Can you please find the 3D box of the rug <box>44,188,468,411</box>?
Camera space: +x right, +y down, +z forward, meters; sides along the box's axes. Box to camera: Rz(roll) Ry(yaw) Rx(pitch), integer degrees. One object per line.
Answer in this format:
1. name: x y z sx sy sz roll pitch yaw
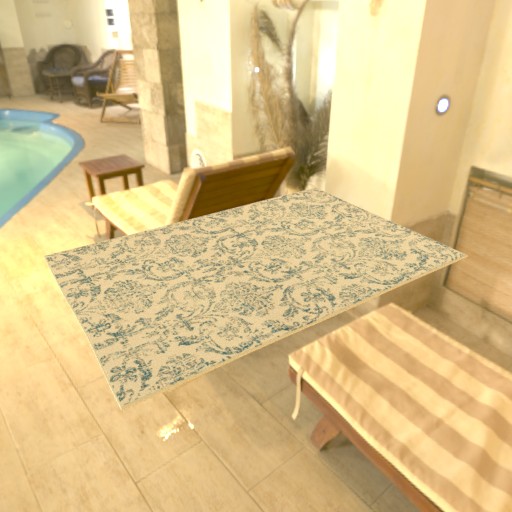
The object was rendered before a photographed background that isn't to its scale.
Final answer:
1. rug: 0.000 0.000 3.436 2.746 0.018 1.819 -18 34 -29
